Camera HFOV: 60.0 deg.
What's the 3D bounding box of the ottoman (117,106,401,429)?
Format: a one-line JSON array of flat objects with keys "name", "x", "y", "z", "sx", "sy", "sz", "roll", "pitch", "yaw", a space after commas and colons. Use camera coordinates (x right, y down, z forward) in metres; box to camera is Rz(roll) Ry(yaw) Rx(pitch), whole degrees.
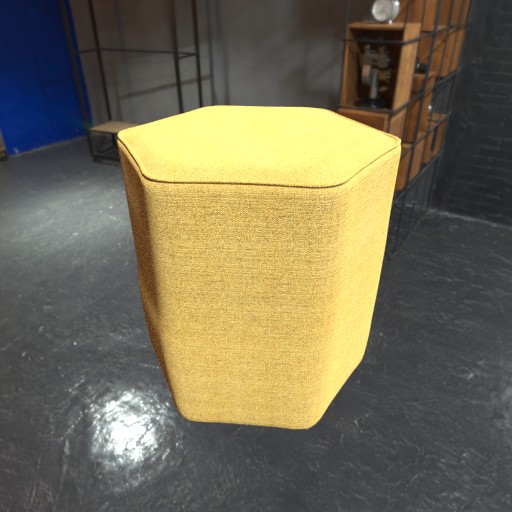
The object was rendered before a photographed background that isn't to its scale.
[{"name": "ottoman", "x": 0.000, "y": 0.000, "z": 0.884, "sx": 0.443, "sy": 0.502, "sz": 0.494, "roll": 20, "pitch": 36, "yaw": 30}]
